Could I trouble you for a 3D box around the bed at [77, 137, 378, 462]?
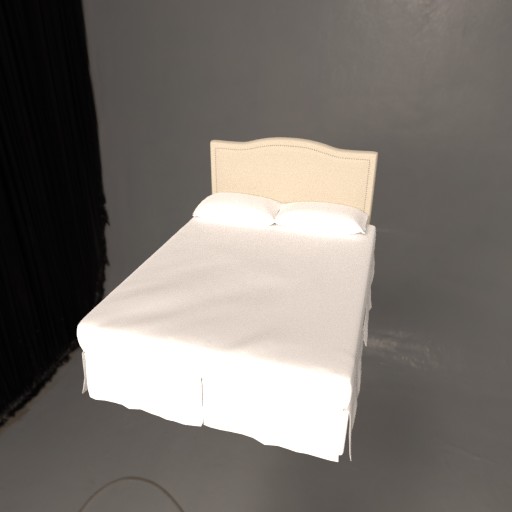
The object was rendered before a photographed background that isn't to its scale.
[{"bbox_3d":[0.000,0.000,3.708,1.977,1.437,2.477,8,29,15],"label":"bed"}]
